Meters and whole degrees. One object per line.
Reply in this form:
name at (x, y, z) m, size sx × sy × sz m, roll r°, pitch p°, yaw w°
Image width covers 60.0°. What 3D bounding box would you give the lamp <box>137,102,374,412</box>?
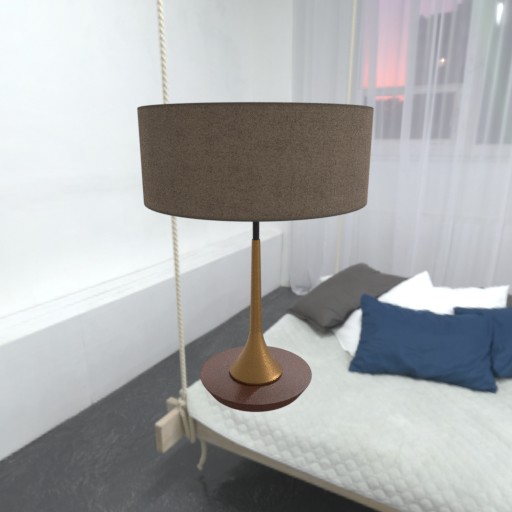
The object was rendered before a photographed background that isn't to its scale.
lamp at (0.000, 0.000, 0.842) m, size 0.396 × 0.551 × 0.417 m, roll 3°, pitch 16°, yaw 10°
